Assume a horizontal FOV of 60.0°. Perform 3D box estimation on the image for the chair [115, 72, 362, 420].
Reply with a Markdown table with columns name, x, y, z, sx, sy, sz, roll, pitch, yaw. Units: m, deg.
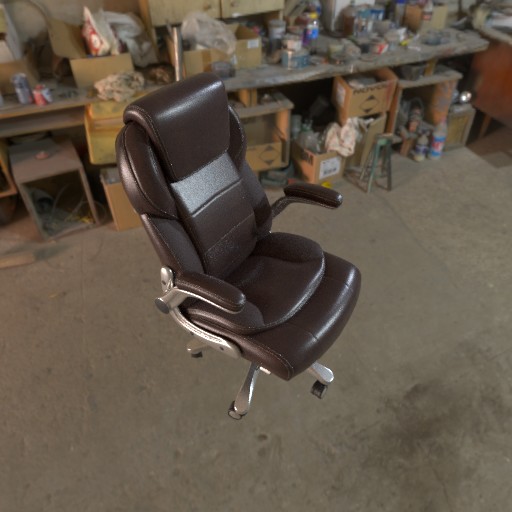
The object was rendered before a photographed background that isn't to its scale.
| name | x | y | z | sx | sy | sz | roll | pitch | yaw |
| --- | --- | --- | --- | --- | --- | --- | --- | --- | --- |
| chair | 0.000 | 0.000 | 1.679 | 0.774 | 1.160 | 0.733 | 24 | 46 | 25 |
